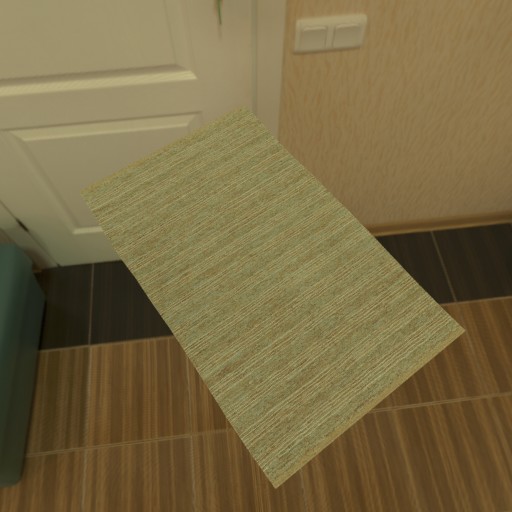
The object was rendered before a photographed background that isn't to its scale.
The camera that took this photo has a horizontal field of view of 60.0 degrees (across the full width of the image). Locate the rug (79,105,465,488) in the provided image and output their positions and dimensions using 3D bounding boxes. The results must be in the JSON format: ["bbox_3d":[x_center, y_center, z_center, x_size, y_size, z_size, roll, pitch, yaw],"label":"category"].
[{"bbox_3d":[0.000,0.000,3.085,1.540,0.012,2.448,-33,67,-16],"label":"rug"}]
